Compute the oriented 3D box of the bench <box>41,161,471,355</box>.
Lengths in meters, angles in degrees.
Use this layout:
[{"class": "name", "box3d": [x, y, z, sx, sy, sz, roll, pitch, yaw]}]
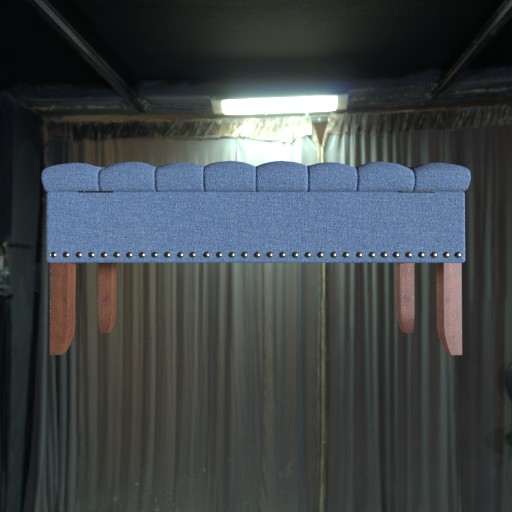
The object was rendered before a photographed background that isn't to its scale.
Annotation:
[{"class": "bench", "box3d": [0.000, 0.000, 1.279, 1.052, 0.492, 0.417, 0, -1, 0]}]
